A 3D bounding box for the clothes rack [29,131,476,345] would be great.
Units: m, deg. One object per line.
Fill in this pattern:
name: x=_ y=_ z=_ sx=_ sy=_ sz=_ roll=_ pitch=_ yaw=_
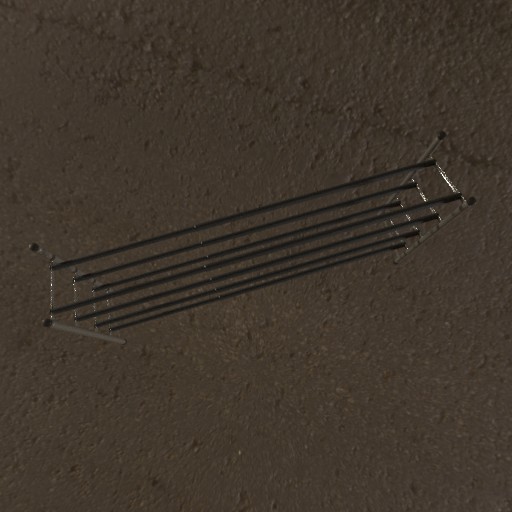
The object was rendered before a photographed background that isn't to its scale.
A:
clothes rack: x=0.000 y=0.000 z=1.489 sx=1.168 sy=0.672 sz=0.229 roll=-16 pitch=76 yaw=-4
